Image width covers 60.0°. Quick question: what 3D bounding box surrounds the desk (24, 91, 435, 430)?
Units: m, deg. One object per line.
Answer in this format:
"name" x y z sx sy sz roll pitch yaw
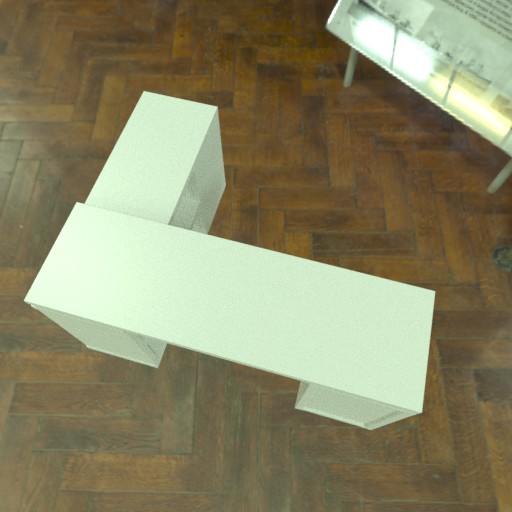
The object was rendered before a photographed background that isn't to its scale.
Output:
"desk" 0.000 0.000 2.208 1.524 0.753 1.200 14 65 7
